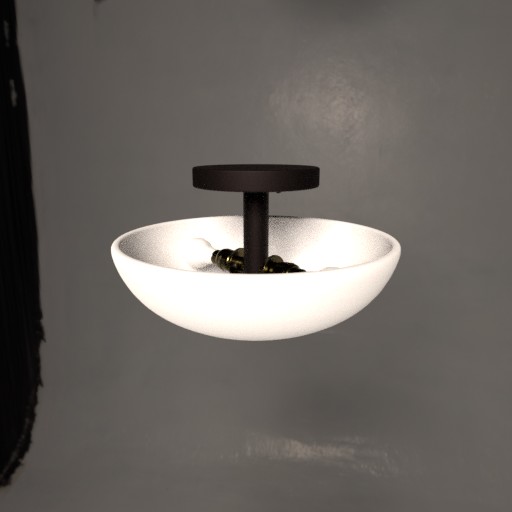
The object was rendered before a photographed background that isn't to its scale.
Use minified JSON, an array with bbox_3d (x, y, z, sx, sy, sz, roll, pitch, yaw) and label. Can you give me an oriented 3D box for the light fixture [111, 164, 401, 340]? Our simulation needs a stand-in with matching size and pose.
[{"bbox_3d":[0.000,0.000,0.536,0.331,0.212,0.331,0,14,0],"label":"light fixture"}]
